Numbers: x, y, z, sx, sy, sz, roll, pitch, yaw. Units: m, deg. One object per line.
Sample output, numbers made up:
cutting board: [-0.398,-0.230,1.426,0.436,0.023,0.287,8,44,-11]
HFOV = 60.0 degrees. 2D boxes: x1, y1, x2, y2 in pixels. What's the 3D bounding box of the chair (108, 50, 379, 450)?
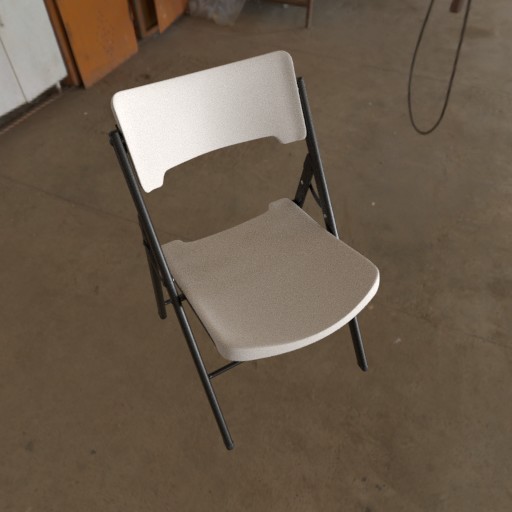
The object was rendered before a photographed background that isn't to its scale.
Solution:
chair: [0.000,0.000,1.112,0.482,0.765,0.577,-23,52,-19]
